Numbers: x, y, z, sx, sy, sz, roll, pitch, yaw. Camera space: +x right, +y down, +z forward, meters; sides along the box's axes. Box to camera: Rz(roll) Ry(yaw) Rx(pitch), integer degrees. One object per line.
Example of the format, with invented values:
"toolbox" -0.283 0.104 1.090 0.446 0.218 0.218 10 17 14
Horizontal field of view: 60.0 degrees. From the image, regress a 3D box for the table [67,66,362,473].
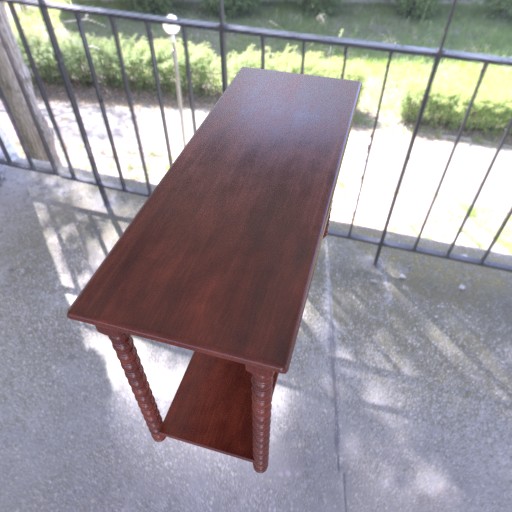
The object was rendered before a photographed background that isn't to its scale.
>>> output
"table" 0.000 0.000 1.496 0.459 0.740 1.184 12 48 11
